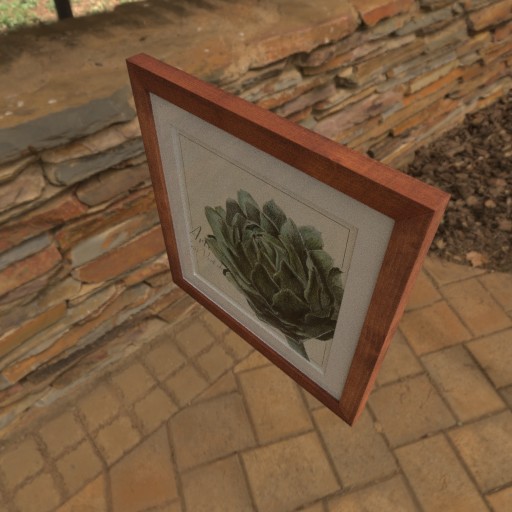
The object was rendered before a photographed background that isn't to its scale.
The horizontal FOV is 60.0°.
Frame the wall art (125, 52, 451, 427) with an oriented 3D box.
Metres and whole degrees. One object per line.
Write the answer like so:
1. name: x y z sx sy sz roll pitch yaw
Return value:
1. wall art: 0.000 0.000 0.817 0.554 0.572 0.037 34 56 28
